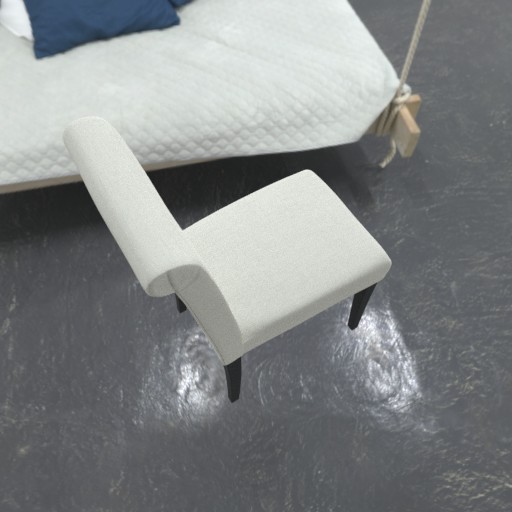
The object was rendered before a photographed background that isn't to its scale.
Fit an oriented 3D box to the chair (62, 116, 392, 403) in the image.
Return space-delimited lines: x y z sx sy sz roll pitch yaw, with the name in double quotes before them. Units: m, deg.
"chair" 0.000 0.000 1.323 0.708 0.976 0.452 -27 61 -17
